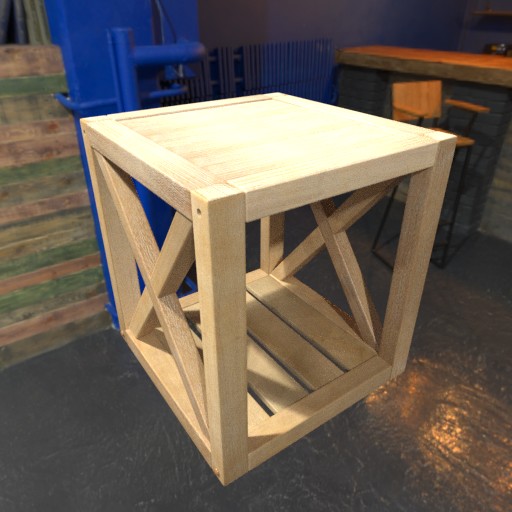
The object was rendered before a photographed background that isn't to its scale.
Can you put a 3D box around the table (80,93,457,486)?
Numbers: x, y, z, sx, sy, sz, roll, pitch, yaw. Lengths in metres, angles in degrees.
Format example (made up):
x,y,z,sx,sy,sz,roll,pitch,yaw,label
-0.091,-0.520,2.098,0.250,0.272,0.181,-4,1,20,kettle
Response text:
x,y,z,sx,sy,sz,roll,pitch,yaw,label
0.000,0.000,1.054,0.558,0.610,0.559,-19,35,-30,table
